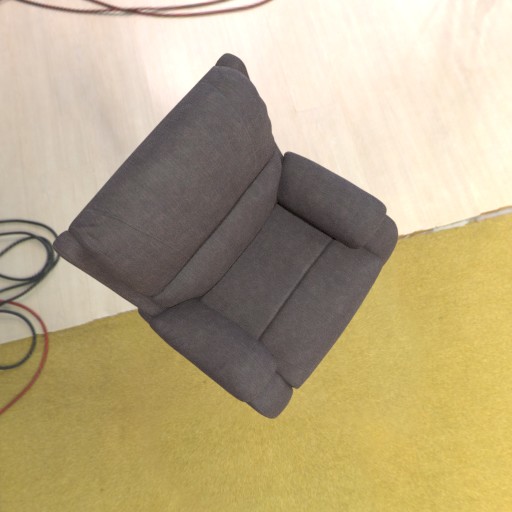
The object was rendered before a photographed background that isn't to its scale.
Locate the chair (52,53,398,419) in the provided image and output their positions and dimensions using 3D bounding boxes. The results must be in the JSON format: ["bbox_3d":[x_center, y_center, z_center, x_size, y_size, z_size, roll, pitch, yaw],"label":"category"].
[{"bbox_3d":[0.000,0.000,1.721,0.899,1.011,0.930,36,78,9],"label":"chair"}]
